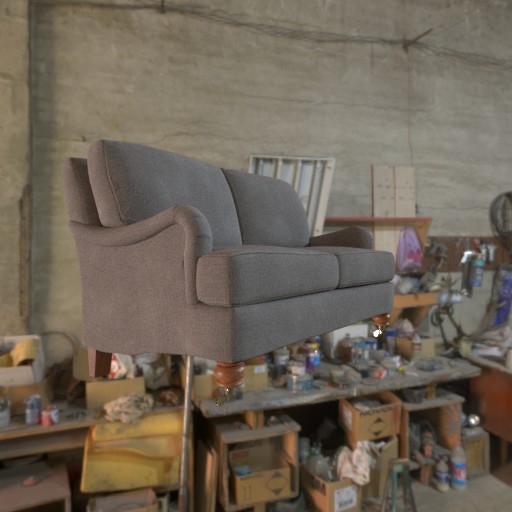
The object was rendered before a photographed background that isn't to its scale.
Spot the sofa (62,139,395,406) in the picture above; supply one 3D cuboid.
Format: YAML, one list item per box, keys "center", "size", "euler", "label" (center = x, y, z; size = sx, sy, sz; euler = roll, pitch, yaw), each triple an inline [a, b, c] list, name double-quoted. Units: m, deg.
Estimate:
- center: [0.000, 0.000, 2.553]
  size: [1.084, 1.101, 1.853]
  euler: [0, 1, 35]
  label: "sofa"
